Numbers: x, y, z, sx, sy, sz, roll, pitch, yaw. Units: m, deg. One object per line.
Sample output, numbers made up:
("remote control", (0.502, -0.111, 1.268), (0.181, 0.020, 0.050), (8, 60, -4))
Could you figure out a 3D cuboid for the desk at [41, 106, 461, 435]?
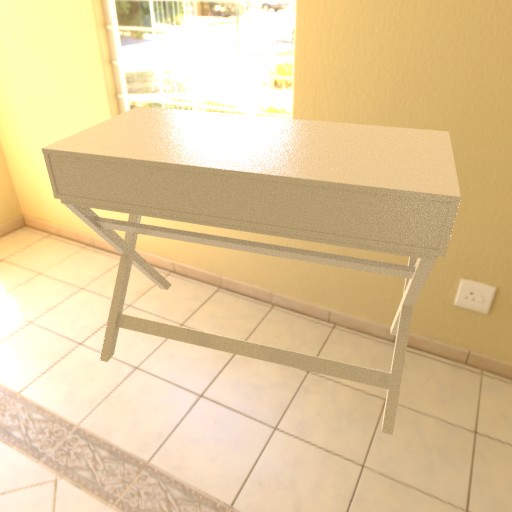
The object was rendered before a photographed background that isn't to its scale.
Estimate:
("desk", (0.000, 0.000, 1.468), (1.059, 0.780, 0.509), (10, 33, 15))
